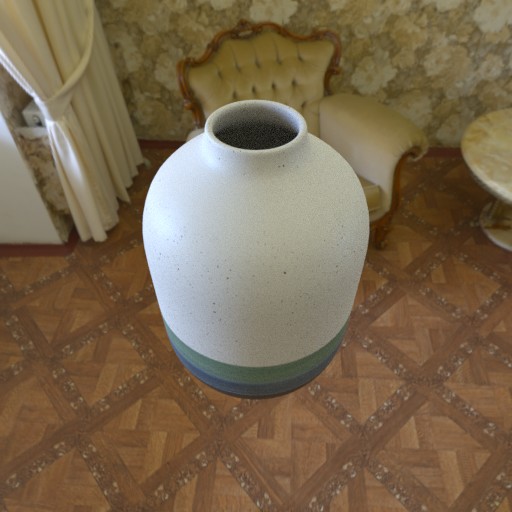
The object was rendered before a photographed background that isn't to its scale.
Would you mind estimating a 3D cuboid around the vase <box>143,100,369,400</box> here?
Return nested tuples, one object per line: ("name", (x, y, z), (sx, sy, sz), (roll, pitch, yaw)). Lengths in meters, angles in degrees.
("vase", (0.000, 0.000, 0.363), (0.169, 0.240, 0.169), (0, 47, 0))
